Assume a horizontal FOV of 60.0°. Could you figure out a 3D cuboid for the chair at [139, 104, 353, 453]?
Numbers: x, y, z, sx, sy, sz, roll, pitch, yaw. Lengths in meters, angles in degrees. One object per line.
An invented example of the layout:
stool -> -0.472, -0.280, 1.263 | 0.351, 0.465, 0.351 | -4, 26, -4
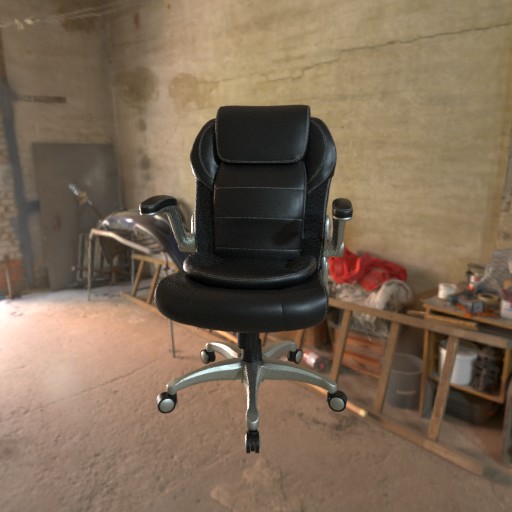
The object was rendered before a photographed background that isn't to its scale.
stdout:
chair -> 0.000, 0.000, 1.677 | 0.724, 1.141, 0.801 | 2, 14, 8
